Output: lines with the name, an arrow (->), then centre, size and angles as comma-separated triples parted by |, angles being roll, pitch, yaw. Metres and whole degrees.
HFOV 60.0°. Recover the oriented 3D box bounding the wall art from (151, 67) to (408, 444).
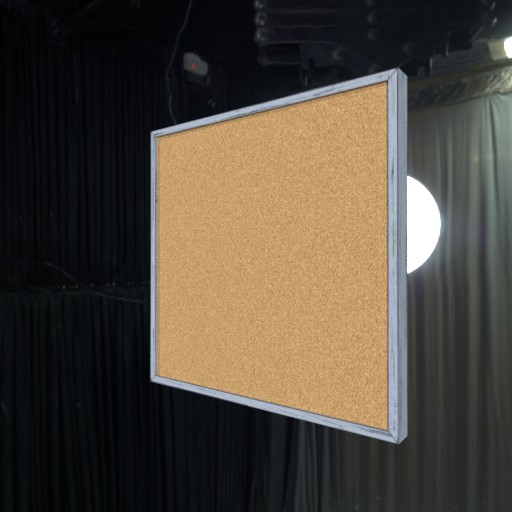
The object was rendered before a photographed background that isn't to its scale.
wall art -> 0.000, 0.000, 0.761 | 0.506, 0.506, 0.038 | 0, 0, 37
